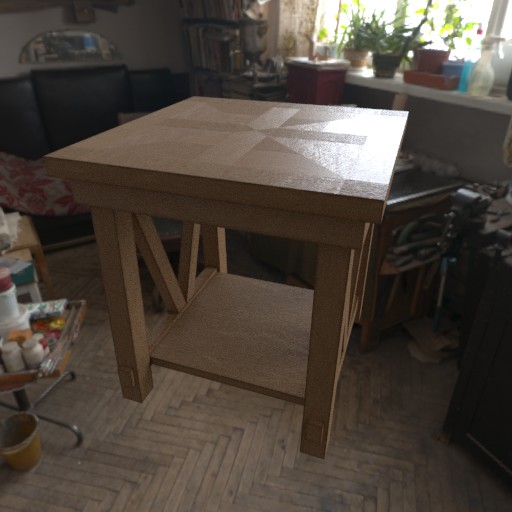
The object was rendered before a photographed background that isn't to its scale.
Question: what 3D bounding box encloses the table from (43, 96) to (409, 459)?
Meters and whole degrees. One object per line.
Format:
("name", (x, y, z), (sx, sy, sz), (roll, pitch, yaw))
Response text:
("table", (0.000, 0.000, 1.132), (0.610, 0.638, 0.612), (10, 32, 17))
